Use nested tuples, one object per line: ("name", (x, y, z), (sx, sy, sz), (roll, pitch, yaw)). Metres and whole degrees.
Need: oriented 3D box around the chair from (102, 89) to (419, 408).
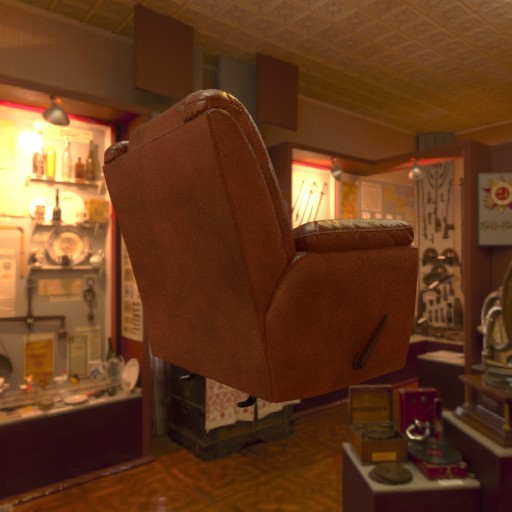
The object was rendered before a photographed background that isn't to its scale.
("chair", (0.000, 0.000, 1.902), (1.041, 1.093, 0.990), (1, -1, -37))
